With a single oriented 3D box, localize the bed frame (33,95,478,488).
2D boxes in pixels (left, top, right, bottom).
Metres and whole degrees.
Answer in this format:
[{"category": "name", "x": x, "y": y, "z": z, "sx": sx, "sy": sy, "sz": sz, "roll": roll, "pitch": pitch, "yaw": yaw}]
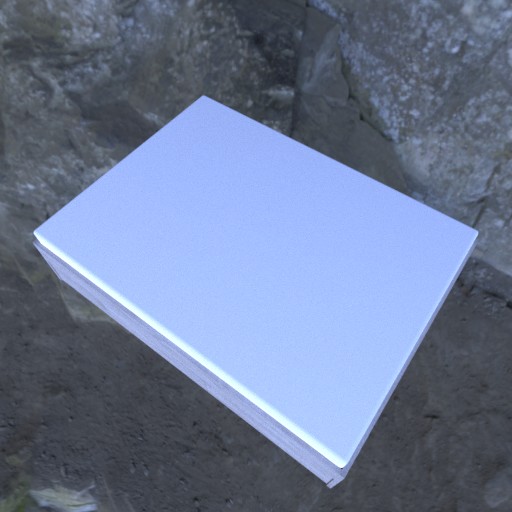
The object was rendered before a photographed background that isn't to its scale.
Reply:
[{"category": "bed frame", "x": 0.000, "y": 0.000, "z": 2.532, "sx": 1.944, "sy": 0.490, "sz": 1.448, "roll": 32, "pitch": 62, "yaw": 19}]
